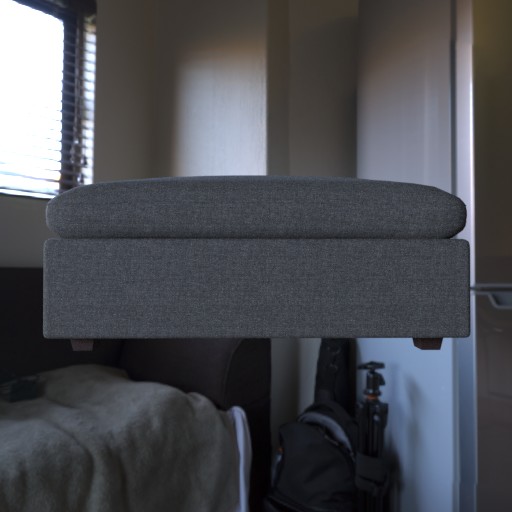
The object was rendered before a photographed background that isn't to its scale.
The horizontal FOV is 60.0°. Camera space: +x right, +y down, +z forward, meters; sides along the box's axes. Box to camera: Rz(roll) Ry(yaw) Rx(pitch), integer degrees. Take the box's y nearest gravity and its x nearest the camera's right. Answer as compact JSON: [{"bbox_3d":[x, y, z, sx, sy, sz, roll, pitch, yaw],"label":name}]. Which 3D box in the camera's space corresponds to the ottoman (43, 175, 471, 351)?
[{"bbox_3d":[0.000,0.000,1.414,1.041,0.483,0.711,0,-1,-1],"label":"ottoman"}]
